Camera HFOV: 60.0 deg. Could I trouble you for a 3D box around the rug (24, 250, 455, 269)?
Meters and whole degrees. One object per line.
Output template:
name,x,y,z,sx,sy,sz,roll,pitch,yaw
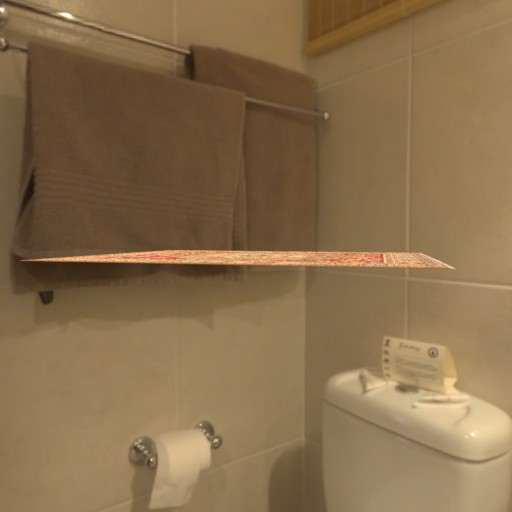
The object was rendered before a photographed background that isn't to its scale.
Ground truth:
rug,0.000,0.000,4.180,3.143,0.008,2.451,1,3,16
